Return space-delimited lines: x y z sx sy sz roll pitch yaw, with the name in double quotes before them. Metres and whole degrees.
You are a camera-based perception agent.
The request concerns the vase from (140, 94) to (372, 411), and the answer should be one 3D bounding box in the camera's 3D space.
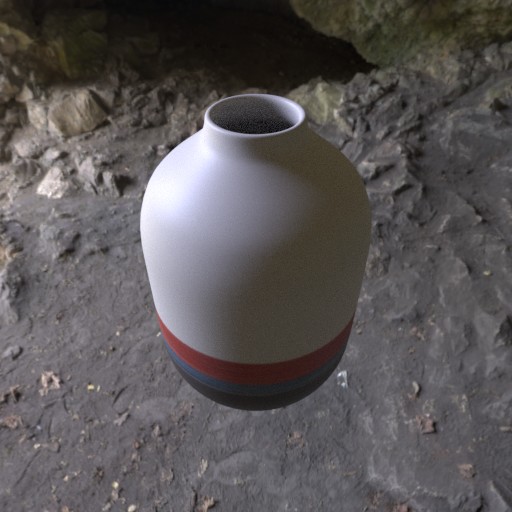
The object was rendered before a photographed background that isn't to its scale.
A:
"vase" 0.000 0.000 0.353 0.169 0.237 0.169 0 41 0
